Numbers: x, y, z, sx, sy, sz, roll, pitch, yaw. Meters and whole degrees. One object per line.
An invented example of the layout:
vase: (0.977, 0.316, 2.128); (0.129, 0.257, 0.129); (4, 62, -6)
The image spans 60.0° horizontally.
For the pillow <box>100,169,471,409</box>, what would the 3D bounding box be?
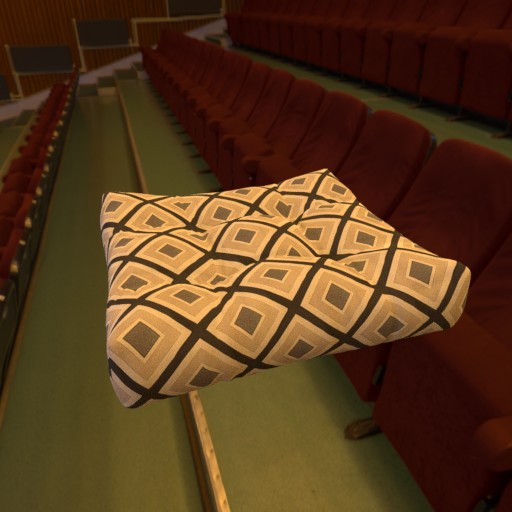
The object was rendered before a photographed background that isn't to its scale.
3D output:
pillow: (0.000, 0.000, 0.742); (0.490, 0.128, 0.468); (-9, 32, -15)
